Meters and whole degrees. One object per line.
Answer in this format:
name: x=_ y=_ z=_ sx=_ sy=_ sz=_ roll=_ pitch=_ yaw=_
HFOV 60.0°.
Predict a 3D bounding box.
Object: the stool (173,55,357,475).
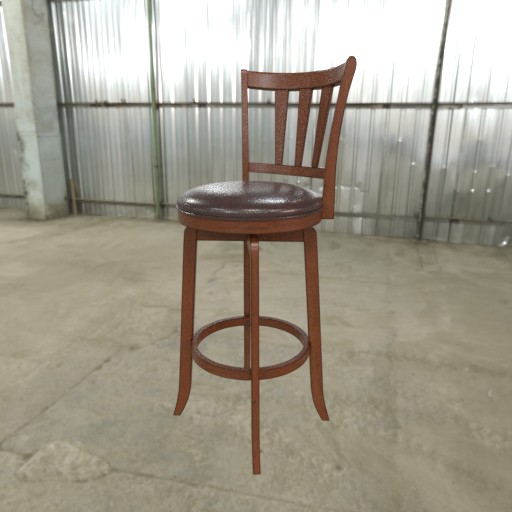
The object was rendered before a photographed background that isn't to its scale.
stool: x=0.000 y=0.000 z=1.430 sx=0.464 sy=1.177 sz=0.503 roll=15 pitch=22 yaw=42
